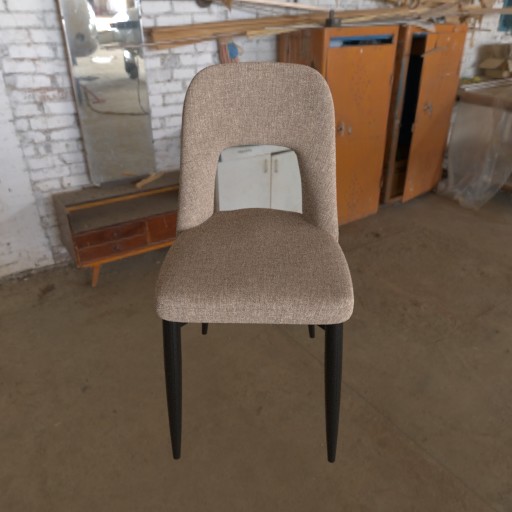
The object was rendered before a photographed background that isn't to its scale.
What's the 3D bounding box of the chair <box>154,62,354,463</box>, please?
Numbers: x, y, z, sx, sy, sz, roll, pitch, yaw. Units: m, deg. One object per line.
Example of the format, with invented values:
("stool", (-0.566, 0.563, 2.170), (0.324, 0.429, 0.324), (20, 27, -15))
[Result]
("chair", (0.000, 0.000, 1.224), (0.470, 0.931, 0.612), (1, 29, 1))
